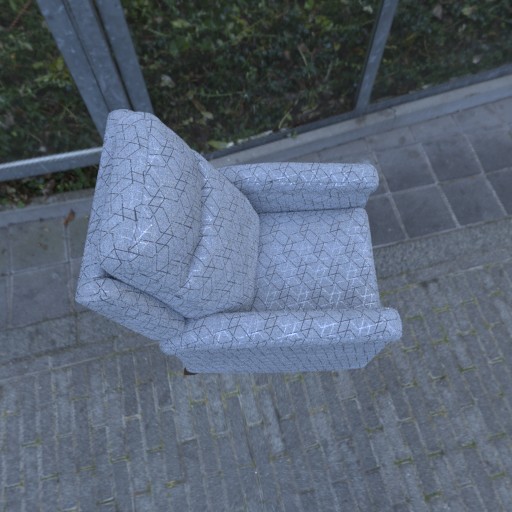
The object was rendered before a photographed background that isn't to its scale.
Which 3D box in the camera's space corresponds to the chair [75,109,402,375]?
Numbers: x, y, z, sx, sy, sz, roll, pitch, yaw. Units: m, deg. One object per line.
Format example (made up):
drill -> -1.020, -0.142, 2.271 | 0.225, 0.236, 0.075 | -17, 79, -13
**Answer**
chair -> 0.000, 0.000, 1.718 | 0.987, 1.048, 0.753 | 0, 64, 0
